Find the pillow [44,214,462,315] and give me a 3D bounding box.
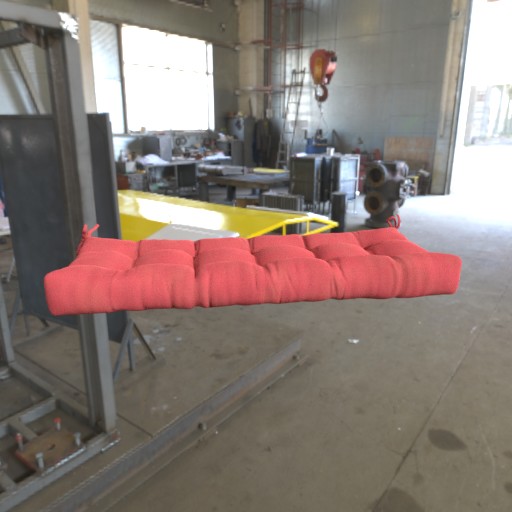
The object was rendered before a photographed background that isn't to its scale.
[{"bbox_3d":[0.000,0.000,1.406,1.194,0.174,0.511,-2,17,-8],"label":"pillow"}]
